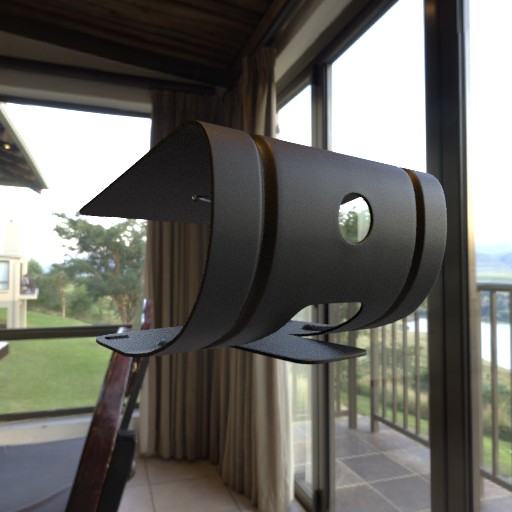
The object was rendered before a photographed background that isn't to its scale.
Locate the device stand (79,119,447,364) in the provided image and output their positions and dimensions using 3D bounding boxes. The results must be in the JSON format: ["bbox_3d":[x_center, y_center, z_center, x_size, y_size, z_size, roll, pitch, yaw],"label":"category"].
[{"bbox_3d":[0.000,0.000,0.405,0.256,0.155,0.236,1,-2,-37],"label":"device stand"}]
